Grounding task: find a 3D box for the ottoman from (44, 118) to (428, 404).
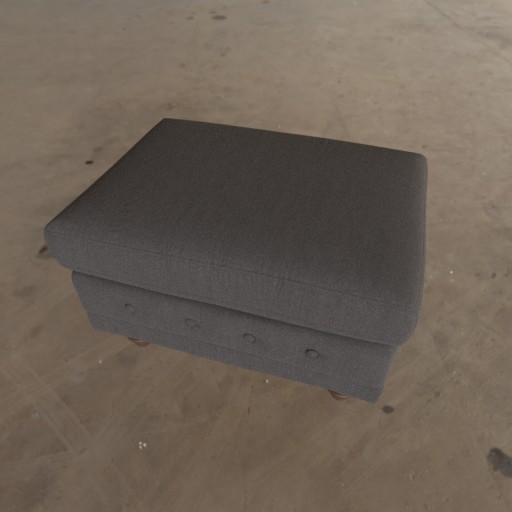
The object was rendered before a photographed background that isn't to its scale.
[{"bbox_3d":[0.000,0.000,1.162,0.771,0.500,0.569,12,43,13],"label":"ottoman"}]
